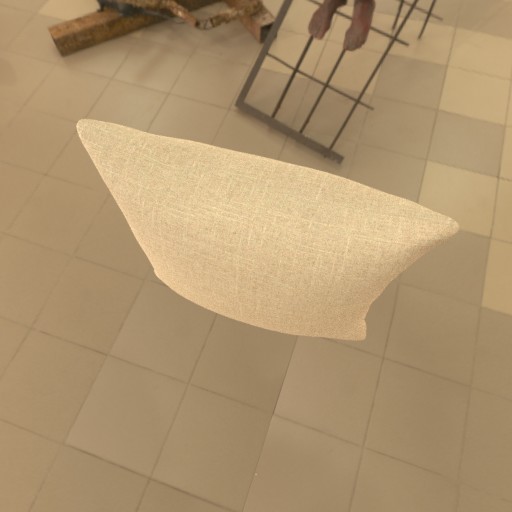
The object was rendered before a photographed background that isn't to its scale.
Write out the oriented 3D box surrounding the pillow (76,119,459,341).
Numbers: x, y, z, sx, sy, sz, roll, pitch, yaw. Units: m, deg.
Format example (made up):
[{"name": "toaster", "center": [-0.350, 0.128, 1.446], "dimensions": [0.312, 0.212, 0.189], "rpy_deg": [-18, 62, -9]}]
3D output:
[{"name": "pillow", "center": [0.000, 0.000, 0.631], "dimensions": [0.414, 0.399, 0.173], "rpy_deg": [17, 65, 8]}]
